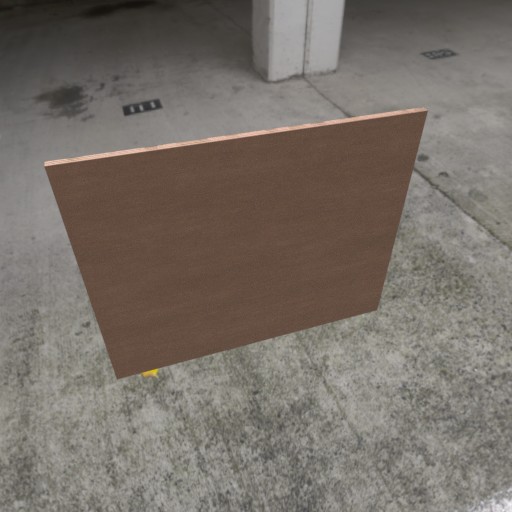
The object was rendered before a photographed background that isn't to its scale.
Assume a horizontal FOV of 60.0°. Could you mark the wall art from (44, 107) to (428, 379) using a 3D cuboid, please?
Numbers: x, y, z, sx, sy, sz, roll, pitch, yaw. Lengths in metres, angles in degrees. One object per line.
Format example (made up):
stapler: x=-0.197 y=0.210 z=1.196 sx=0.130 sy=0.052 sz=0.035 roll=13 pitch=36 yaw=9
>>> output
wall art: x=0.000 y=0.000 z=0.697 sx=0.508 sy=0.408 sz=0.012 roll=-12 pitch=41 yaw=-14
